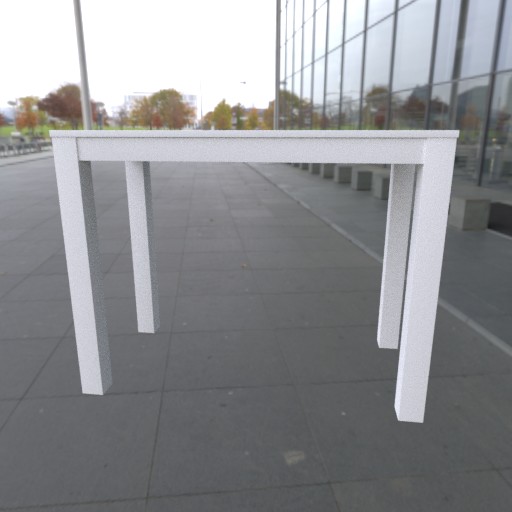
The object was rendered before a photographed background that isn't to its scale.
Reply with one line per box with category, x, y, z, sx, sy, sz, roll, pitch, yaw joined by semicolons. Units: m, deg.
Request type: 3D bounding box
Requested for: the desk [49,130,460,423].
desk;0.000;0.000;1.398;0.990;0.762;0.497;2;16;8
